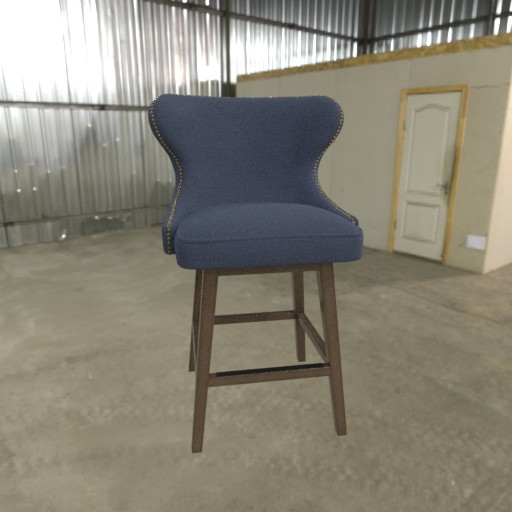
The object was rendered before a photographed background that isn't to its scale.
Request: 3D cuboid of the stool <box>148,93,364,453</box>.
[{"bbox_3d":[0.000,0.000,1.381,0.615,0.972,0.597,-3,17,-9],"label":"stool"}]
